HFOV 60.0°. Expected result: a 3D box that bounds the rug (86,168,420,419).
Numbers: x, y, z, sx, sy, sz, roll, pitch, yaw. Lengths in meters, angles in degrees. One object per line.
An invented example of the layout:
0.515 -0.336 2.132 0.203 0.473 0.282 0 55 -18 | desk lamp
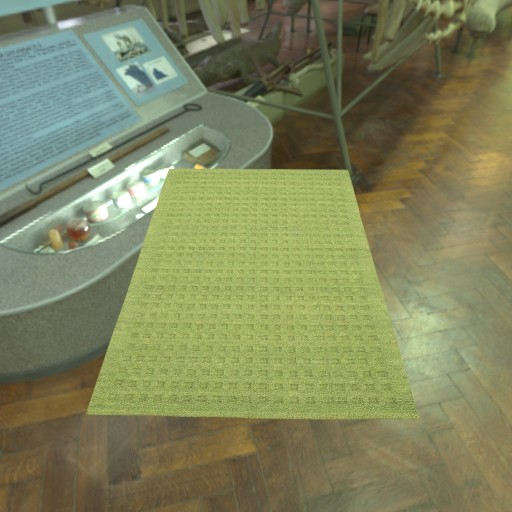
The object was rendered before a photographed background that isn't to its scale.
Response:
0.000 0.000 2.896 1.529 0.007 2.297 1 40 1 | rug
